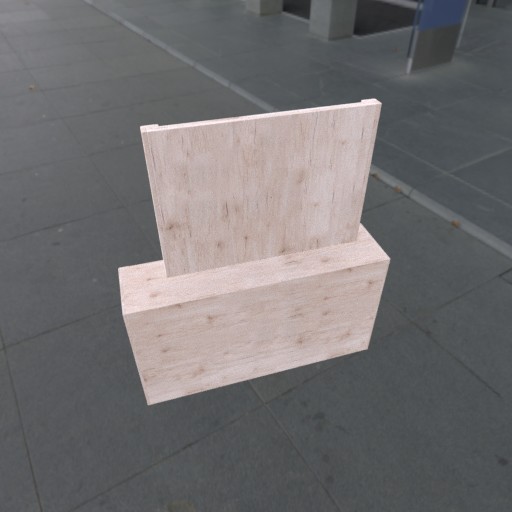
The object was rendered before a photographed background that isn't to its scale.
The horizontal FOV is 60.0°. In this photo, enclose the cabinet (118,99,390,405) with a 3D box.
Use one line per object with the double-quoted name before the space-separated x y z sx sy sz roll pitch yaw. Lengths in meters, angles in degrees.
"cabinet" 0.000 0.000 2.807 1.700 1.981 0.420 -11 41 -13
